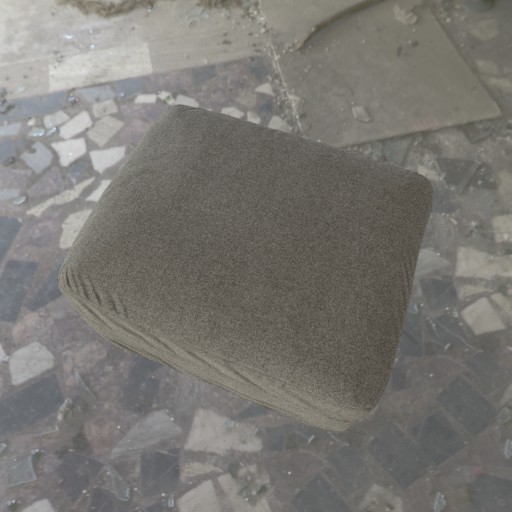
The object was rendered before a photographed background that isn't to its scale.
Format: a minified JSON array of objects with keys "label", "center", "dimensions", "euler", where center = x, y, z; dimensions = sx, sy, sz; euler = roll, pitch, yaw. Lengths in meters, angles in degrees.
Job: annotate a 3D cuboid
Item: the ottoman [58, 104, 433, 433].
[{"label":"ottoman","center":[0.000,0.000,1.246],"dimensions":[0.837,0.481,0.683],"euler":[19,64,10]}]
